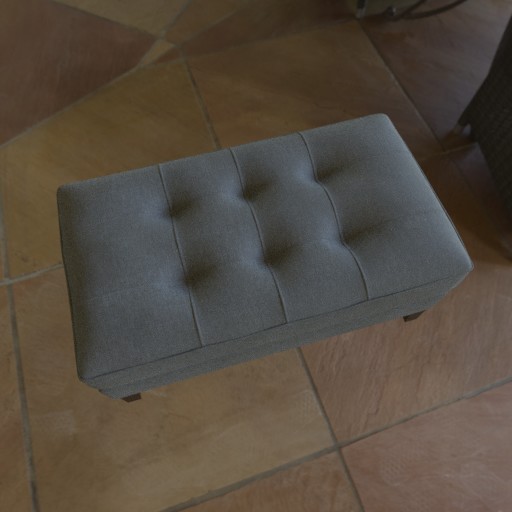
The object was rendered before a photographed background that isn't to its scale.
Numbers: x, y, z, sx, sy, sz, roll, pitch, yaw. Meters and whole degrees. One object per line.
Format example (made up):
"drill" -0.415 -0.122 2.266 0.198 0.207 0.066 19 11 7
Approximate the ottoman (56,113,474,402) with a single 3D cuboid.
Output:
"ottoman" 0.000 0.000 1.494 1.143 0.514 0.648 -15 65 -7
